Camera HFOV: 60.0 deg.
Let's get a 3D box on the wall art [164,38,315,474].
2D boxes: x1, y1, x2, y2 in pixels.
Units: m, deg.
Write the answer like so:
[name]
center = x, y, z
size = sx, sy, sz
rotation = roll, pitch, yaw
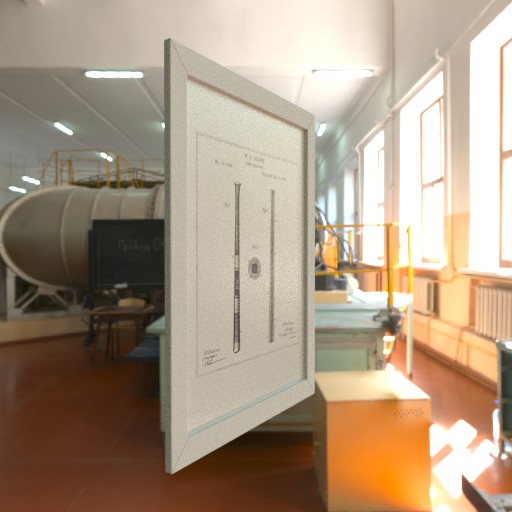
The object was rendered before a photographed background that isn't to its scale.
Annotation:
[wall art]
center = 0.000, 0.000, 0.692
size = 0.012, 0.529, 0.374
rotation = 1, 1, 35
